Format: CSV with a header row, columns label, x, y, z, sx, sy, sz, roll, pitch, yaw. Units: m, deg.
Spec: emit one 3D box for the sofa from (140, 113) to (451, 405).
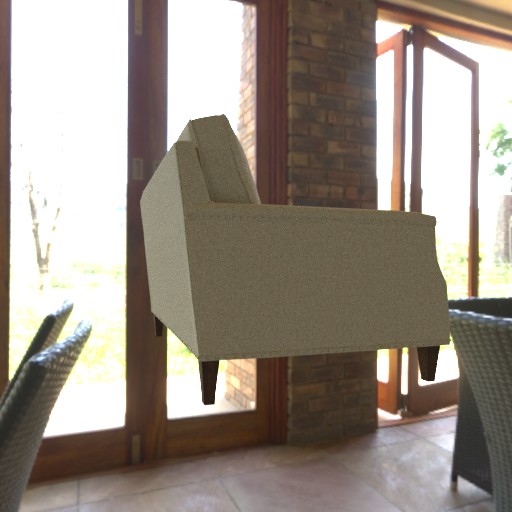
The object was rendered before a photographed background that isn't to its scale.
label,x,y,z,sx,sy,sz,roll,pitch,yaw
sofa,0.000,0.000,2.286,1.084,1.003,1.597,0,-1,-19
